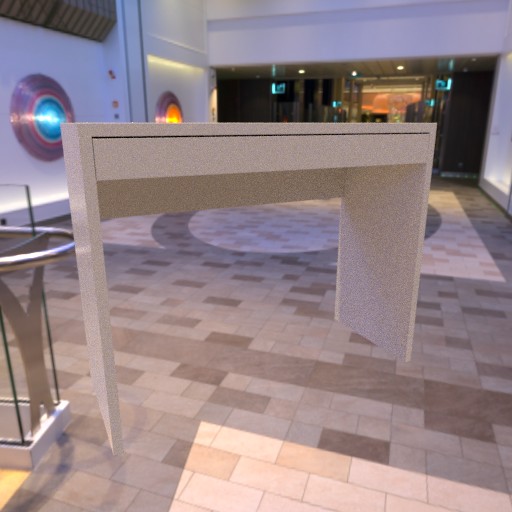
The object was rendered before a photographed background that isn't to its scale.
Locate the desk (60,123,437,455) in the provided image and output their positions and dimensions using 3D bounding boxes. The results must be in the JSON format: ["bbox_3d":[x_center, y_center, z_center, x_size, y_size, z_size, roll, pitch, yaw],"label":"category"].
[{"bbox_3d":[0.000,0.000,1.375,1.000,0.790,0.400,-8,19,-26],"label":"desk"}]
